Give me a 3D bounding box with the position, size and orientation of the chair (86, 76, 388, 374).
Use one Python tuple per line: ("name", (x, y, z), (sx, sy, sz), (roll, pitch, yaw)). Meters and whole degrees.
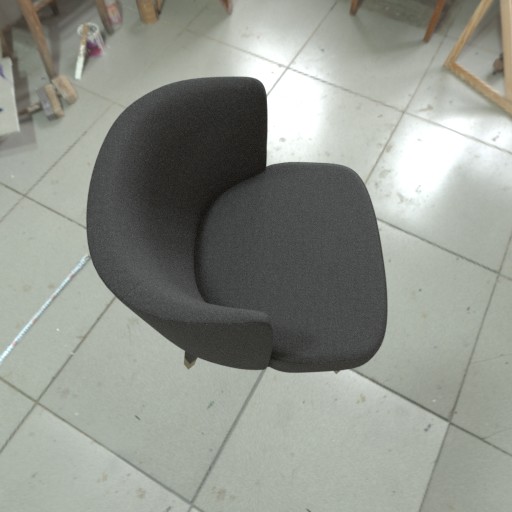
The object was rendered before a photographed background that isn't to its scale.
("chair", (0.000, 0.000, 1.237), (0.698, 0.695, 0.639), (0, 63, 0))
